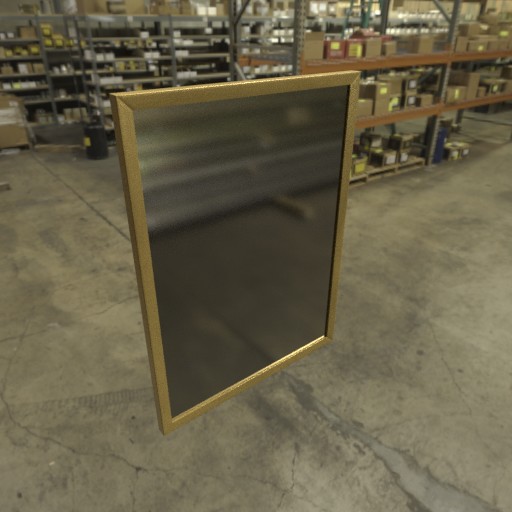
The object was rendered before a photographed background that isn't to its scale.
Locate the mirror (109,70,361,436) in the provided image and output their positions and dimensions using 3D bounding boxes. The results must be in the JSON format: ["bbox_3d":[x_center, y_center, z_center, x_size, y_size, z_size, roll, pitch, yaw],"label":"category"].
[{"bbox_3d":[0.000,0.000,1.370,0.762,1.016,0.040,-20,34,-33],"label":"mirror"}]
